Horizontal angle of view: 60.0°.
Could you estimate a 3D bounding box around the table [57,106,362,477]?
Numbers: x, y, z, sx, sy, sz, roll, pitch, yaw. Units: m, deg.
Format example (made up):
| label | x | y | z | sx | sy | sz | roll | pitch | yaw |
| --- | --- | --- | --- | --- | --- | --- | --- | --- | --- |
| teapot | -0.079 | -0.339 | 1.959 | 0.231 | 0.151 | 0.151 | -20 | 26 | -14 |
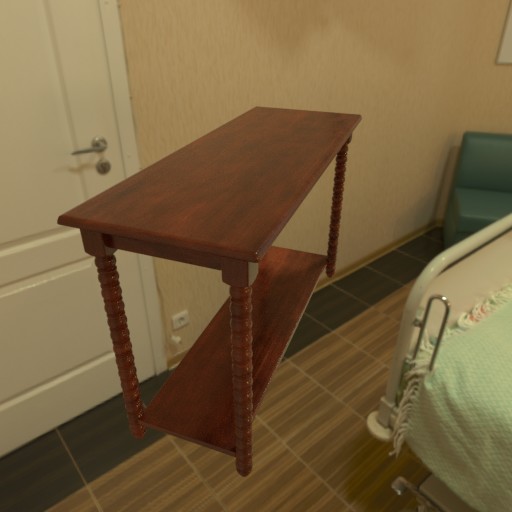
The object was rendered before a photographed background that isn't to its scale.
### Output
| label | x | y | z | sx | sy | sz | roll | pitch | yaw |
| --- | --- | --- | --- | --- | --- | --- | --- | --- | --- |
| table | 0.000 | 0.000 | 1.522 | 0.459 | 0.740 | 1.184 | 11 | 32 | 18 |
